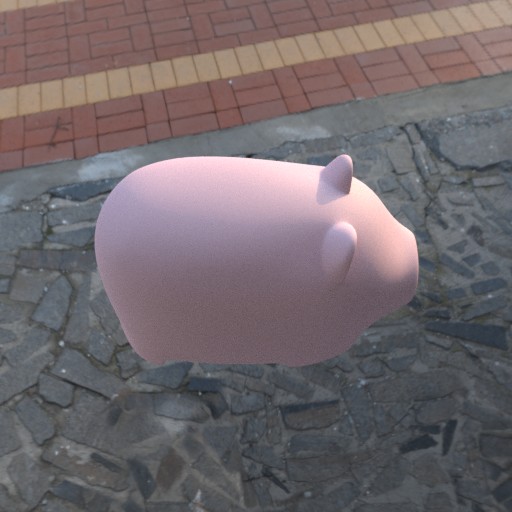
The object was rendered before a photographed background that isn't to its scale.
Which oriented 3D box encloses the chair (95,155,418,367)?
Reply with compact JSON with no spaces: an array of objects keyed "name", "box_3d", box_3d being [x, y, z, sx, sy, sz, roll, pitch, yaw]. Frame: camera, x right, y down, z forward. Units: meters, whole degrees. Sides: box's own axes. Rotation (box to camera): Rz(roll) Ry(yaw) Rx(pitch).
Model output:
[{"name":"chair","box_3d":[0.000,0.000,0.857,0.619,0.423,0.364,2,64,1]}]
